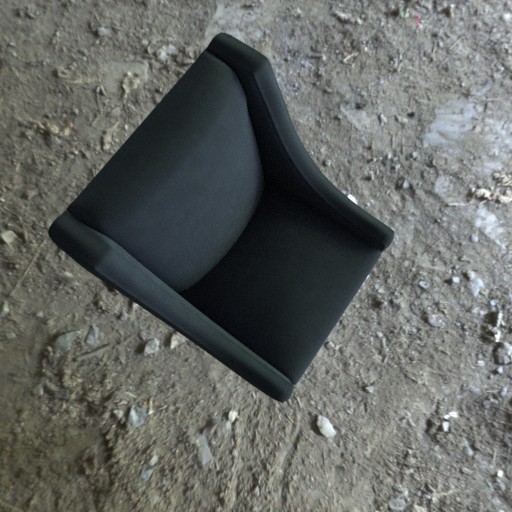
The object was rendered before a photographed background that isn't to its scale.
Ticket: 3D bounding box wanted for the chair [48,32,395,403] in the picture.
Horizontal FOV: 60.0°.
[{"bbox_3d":[0.000,0.000,1.335,0.629,0.895,0.629,34,78,8],"label":"chair"}]
